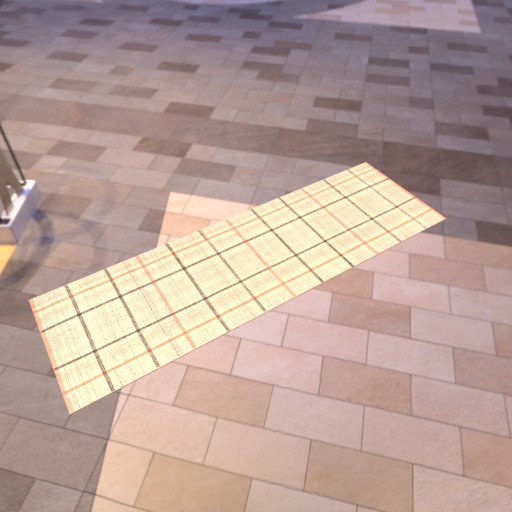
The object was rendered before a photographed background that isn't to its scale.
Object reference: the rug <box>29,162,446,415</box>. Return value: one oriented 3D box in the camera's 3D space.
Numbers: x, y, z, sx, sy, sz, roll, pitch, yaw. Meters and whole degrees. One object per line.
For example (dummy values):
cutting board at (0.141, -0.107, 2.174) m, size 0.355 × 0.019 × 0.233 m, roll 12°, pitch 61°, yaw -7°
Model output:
rug at (0.000, 0.000, 2.640) m, size 2.439 × 0.008 × 0.762 m, roll -25°, pitch 51°, yaw -22°
